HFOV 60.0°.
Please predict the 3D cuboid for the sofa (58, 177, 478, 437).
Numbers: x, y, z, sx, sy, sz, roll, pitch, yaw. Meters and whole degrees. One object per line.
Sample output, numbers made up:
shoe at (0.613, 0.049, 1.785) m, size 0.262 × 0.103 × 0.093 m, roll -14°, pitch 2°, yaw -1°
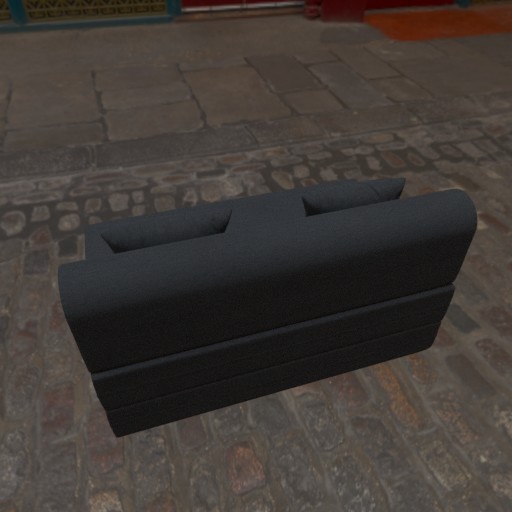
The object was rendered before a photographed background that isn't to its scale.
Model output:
sofa at (0.000, 0.000, 1.667) m, size 1.225 × 0.670 × 0.762 m, roll -12°, pitch 43°, yaw -13°
